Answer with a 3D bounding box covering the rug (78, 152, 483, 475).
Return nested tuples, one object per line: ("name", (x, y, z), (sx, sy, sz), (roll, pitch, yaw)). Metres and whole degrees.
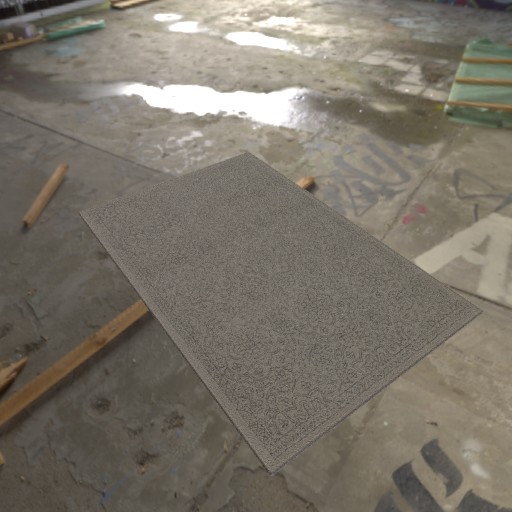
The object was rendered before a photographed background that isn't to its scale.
("rug", (0.000, 0.000, 2.285), (1.219, 0.010, 1.829), (-26, 48, -26))
